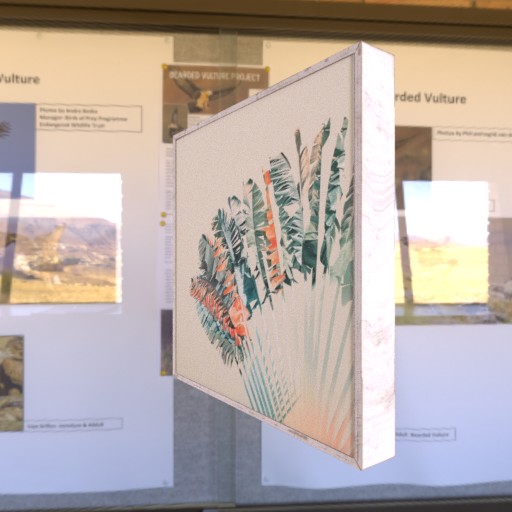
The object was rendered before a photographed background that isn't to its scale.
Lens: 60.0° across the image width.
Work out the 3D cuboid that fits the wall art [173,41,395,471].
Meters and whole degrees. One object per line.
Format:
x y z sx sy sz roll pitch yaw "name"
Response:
0.000 0.000 0.447 0.038 0.303 0.305 0 0 -36 "wall art"
